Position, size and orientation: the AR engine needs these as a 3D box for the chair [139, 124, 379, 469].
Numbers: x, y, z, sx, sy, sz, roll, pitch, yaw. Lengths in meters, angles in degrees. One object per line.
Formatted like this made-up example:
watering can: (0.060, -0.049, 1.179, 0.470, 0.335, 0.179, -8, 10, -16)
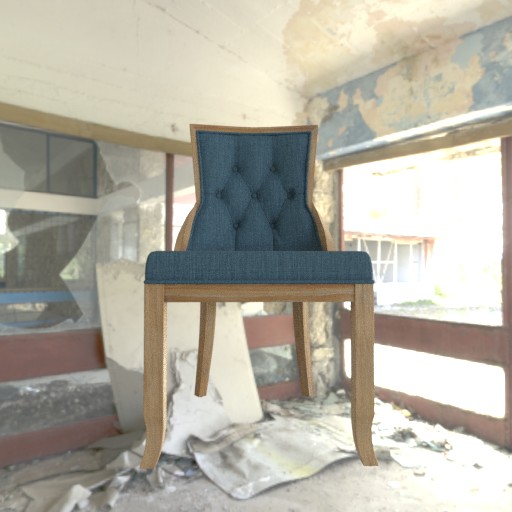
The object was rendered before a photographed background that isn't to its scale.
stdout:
chair: (0.000, 0.000, 1.299, 0.524, 0.947, 0.641, 0, -1, -2)
